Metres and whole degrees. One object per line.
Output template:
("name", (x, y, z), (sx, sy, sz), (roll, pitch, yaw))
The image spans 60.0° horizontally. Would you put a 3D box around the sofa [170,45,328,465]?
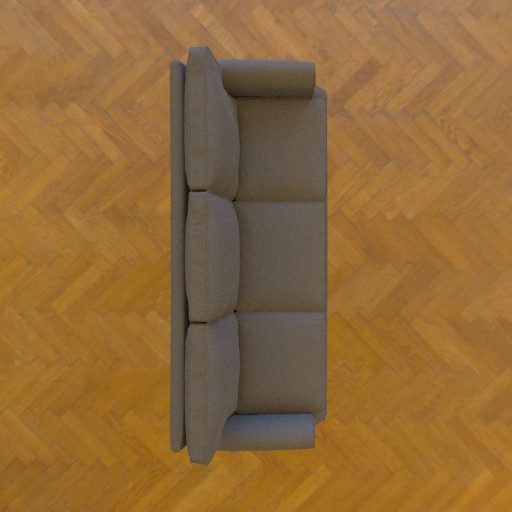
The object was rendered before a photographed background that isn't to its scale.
("sofa", (0.000, 0.000, 2.774), (0.966, 0.948, 2.353), (0, 91, 0))
